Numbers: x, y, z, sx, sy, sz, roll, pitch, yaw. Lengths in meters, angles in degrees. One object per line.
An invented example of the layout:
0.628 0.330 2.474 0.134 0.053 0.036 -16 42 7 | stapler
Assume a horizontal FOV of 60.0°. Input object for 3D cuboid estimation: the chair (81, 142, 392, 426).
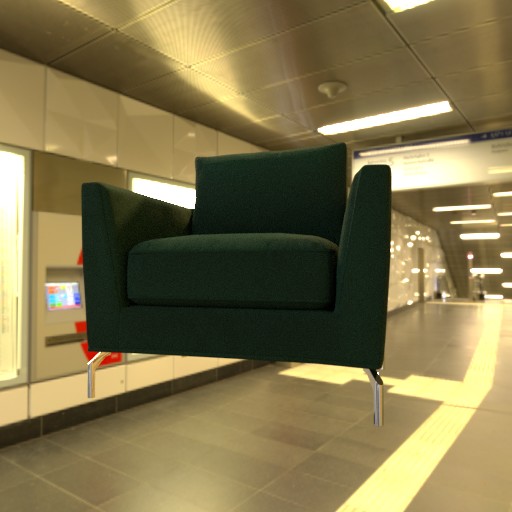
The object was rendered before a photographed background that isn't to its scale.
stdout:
0.000 0.000 1.793 1.047 0.997 0.852 0 -2 17 | chair
